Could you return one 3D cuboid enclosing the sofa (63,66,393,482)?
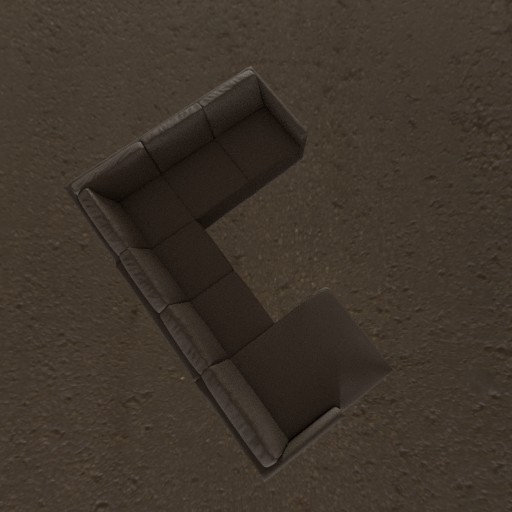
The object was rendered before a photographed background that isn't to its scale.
[{"bbox_3d":[0.000,0.000,4.633,2.476,0.878,3.528,-36,79,-8],"label":"sofa"}]
